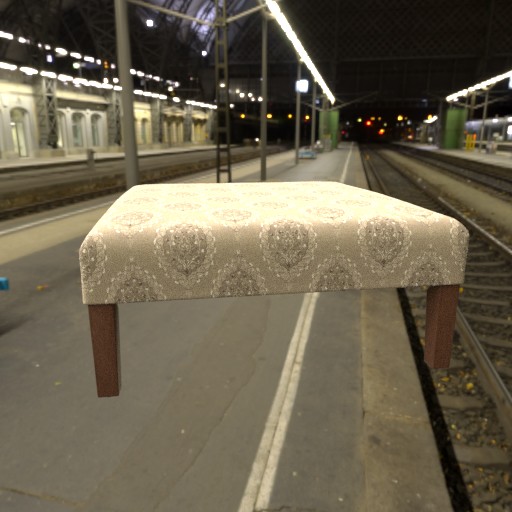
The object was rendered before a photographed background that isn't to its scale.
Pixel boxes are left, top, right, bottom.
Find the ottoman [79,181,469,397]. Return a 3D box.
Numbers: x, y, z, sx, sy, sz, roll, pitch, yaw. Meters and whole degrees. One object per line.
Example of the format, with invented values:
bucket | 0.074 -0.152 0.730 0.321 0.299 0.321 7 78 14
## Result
ottoman | 0.000 0.000 1.435 0.889 0.411 0.890 -2 15 -9
